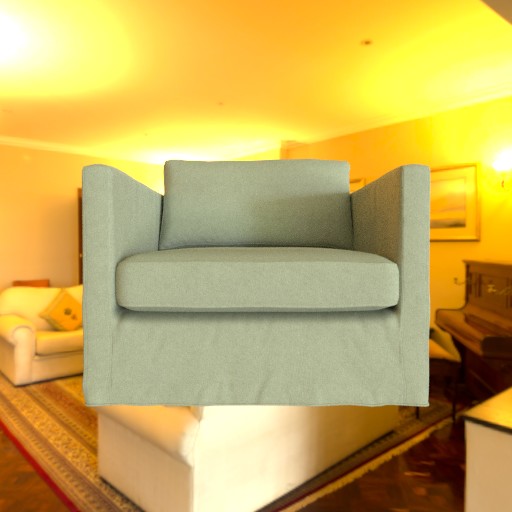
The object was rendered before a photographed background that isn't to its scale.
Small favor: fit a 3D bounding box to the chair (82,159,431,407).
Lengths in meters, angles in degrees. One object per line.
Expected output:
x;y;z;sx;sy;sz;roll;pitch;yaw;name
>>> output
0.000;0.000;1.746;1.057;0.863;0.949;0;1;0;chair
